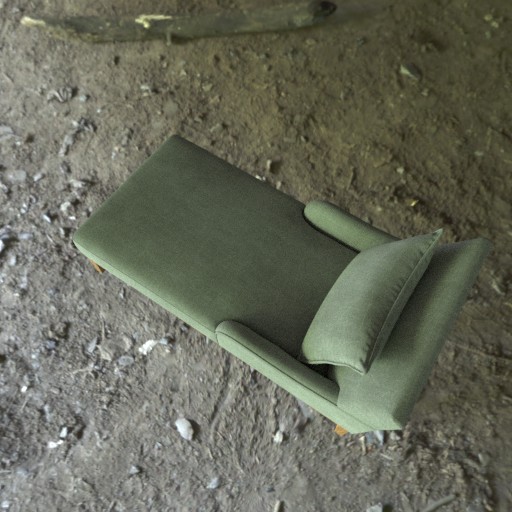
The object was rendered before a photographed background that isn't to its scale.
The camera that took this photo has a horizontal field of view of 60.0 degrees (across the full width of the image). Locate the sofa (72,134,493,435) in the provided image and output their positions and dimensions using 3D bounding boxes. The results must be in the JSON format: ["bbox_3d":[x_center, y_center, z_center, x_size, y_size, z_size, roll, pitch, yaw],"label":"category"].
[{"bbox_3d":[0.000,0.000,2.229,1.779,0.859,0.894,31,67,15],"label":"sofa"}]
